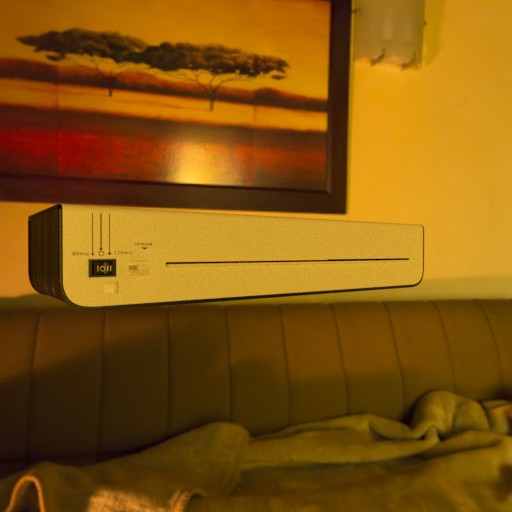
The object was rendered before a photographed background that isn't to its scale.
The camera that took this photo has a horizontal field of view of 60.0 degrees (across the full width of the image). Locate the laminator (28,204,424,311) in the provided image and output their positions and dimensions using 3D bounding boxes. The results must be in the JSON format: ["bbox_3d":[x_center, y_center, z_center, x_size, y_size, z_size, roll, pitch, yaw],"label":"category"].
[{"bbox_3d":[0.000,0.000,0.386,0.340,0.062,0.123,0,1,-35],"label":"laminator"}]
